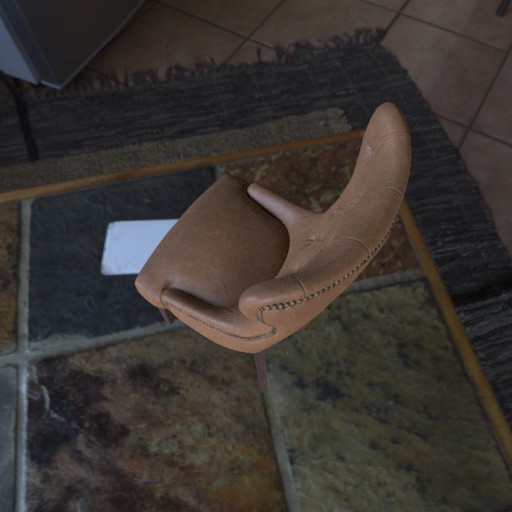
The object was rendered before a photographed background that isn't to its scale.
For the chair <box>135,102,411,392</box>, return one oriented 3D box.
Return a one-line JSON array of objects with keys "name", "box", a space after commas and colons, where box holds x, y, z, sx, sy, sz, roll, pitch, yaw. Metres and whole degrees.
[{"name": "chair", "box": [0.000, 0.000, 1.432, 0.669, 1.065, 0.611, 31, 68, 14]}]
